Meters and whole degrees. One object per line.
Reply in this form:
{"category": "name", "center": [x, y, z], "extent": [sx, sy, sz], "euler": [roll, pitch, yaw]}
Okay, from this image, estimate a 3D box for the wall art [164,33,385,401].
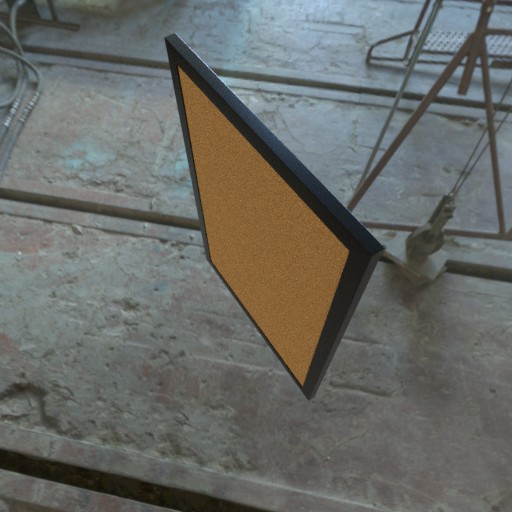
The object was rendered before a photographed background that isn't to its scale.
{"category": "wall art", "center": [0.000, 0.000, 0.849], "extent": [0.019, 0.656, 0.462], "euler": [-30, 64, -17]}
